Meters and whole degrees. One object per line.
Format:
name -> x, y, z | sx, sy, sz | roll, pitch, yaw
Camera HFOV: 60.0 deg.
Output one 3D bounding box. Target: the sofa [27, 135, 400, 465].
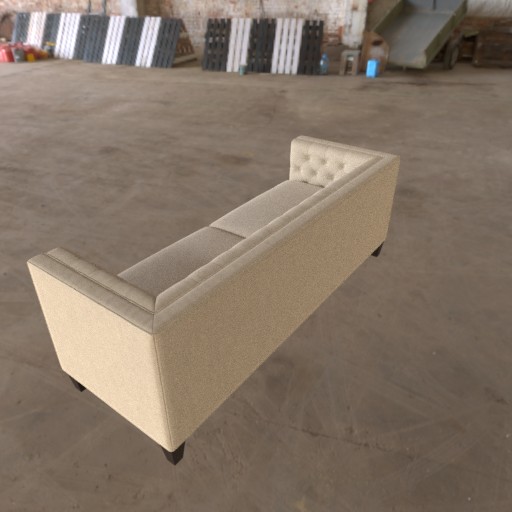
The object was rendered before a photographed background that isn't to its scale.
sofa -> 0.000, 0.000, 2.566 | 0.775, 0.762, 2.159 | 22, 38, 30
